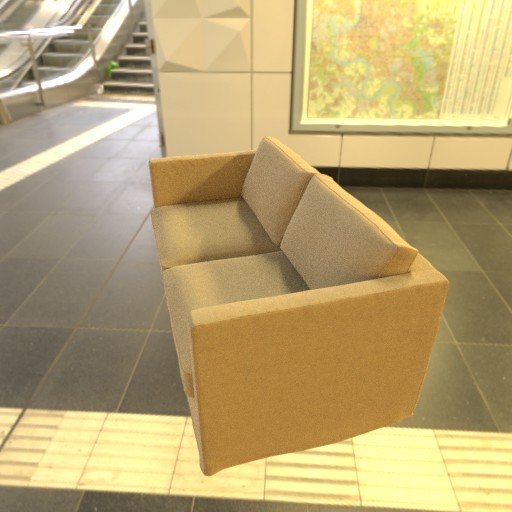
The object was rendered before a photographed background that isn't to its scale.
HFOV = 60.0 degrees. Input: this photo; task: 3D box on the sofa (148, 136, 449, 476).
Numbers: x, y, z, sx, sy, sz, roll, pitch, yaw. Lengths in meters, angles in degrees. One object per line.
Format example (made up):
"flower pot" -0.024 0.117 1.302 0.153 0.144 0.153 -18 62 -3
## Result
"sofa" 0.000 0.000 2.282 0.962 0.835 1.719 -8 31 -14
